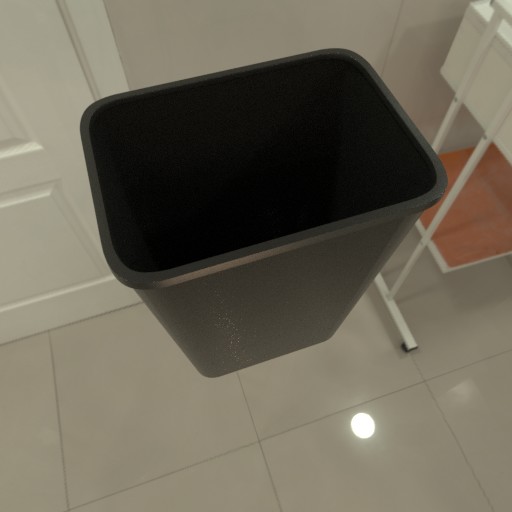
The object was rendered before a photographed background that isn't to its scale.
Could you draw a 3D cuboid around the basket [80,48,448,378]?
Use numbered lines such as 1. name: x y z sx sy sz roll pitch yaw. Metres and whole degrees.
1. basket: 0.000 0.000 0.750 0.394 0.521 0.287 -16 61 -9
